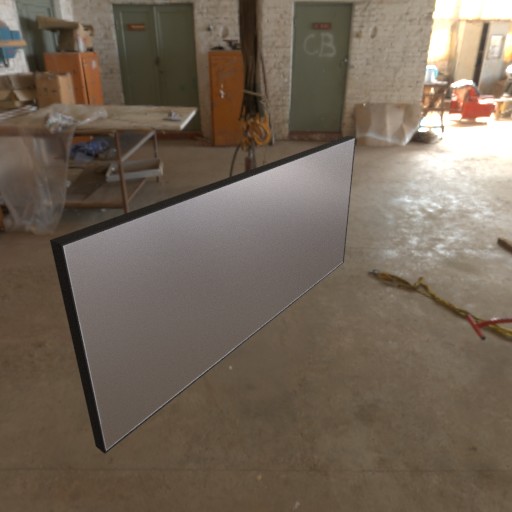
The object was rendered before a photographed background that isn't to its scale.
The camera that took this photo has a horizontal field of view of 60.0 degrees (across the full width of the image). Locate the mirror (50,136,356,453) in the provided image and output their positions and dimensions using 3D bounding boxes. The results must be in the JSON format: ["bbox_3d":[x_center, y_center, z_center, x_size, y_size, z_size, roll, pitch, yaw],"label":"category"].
[{"bbox_3d":[0.000,0.000,1.763,0.047,0.692,1.584,18,31,32],"label":"mirror"}]
